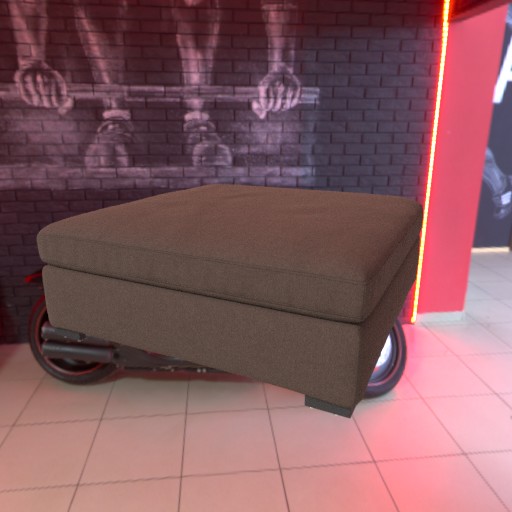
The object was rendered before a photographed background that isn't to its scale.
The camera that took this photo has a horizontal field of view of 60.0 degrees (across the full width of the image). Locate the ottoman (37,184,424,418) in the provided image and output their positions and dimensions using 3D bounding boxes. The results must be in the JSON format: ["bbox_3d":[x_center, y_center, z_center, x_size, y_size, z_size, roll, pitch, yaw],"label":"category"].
[{"bbox_3d":[0.000,0.000,1.840,1.181,0.470,1.181,8,18,25],"label":"ottoman"}]
